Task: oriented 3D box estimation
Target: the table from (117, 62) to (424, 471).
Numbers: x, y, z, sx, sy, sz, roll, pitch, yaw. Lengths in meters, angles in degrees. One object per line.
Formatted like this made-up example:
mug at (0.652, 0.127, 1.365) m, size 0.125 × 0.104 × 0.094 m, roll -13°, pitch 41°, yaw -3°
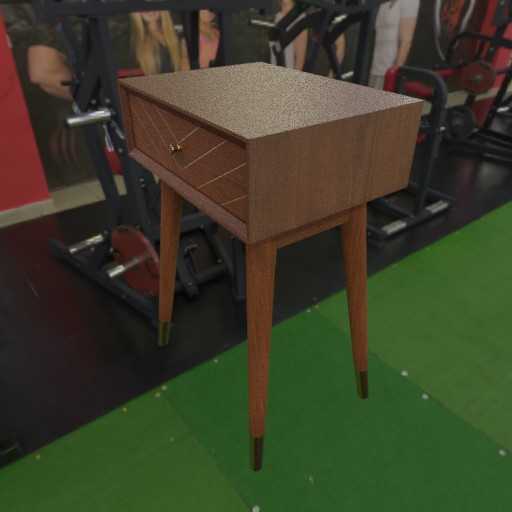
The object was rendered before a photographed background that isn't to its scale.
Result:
table at (0.000, 0.000, 0.830) m, size 0.300 × 0.599 × 0.406 m, roll -21°, pitch 38°, yaw -29°
